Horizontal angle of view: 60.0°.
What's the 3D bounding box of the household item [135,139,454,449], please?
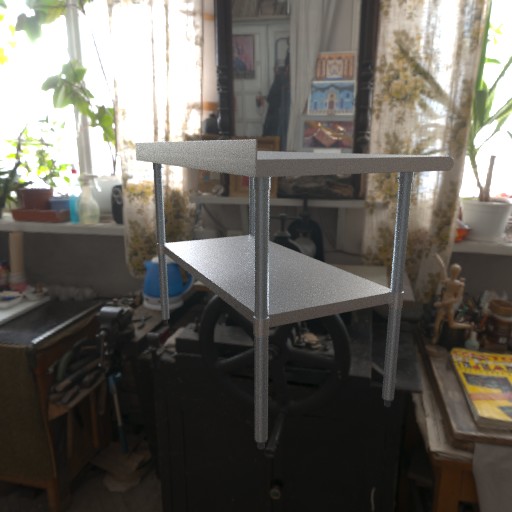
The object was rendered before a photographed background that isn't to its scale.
[{"bbox_3d":[0.000,0.000,1.705,0.610,0.851,1.219,-7,16,-26],"label":"household item"}]
